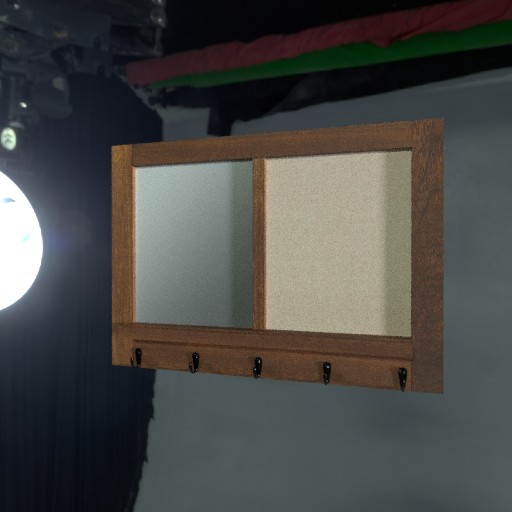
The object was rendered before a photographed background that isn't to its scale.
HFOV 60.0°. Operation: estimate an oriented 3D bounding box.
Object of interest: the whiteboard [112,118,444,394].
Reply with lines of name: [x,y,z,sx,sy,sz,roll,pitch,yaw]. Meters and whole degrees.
whiteboard: [0.000,0.000,0.995,0.783,0.559,0.083,0,0,17]
